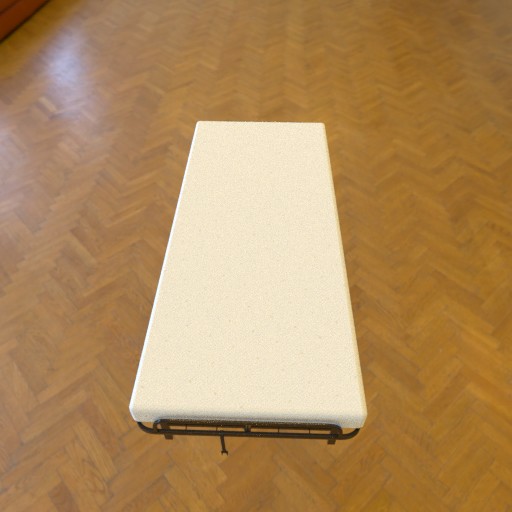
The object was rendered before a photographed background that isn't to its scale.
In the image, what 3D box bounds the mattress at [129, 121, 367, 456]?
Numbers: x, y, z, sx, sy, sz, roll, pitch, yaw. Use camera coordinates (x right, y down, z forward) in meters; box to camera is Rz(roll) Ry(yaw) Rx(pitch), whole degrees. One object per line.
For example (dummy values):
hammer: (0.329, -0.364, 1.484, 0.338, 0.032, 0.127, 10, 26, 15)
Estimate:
mattress: (0.000, 0.000, 2.522, 0.922, 0.519, 2.153, 1, 46, 1)
